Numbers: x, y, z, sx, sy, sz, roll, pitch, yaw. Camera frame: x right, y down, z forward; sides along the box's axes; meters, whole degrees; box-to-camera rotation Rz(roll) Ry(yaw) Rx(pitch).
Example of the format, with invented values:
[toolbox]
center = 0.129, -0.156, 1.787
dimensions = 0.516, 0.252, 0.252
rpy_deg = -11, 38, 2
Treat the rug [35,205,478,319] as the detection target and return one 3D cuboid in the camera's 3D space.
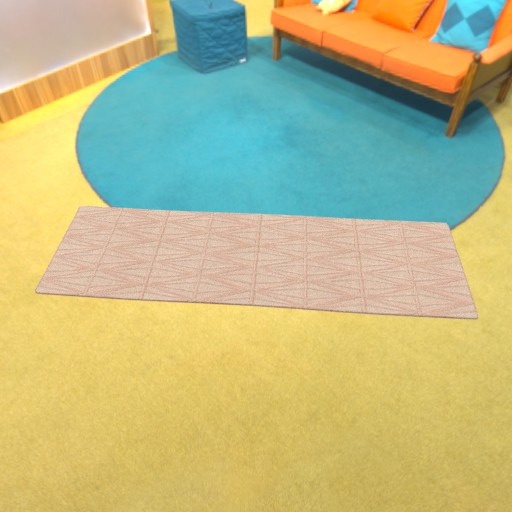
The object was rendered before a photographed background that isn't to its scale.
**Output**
[rug]
center = 0.000, 0.000, 2.667
dimensions = 2.435, 0.015, 0.760
rpy_deg = 3, 47, 3
